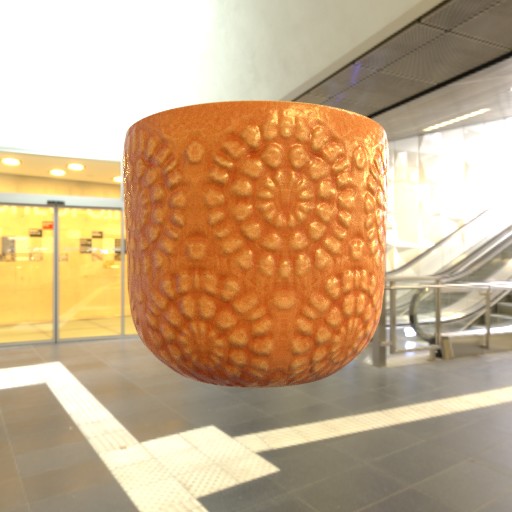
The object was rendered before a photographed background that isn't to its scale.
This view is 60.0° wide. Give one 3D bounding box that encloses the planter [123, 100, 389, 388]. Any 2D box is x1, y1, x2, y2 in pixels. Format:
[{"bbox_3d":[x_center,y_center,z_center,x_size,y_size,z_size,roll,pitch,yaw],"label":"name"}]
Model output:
[{"bbox_3d":[0.000,0.000,0.215,0.124,0.109,0.124,0,0,0],"label":"planter"}]
